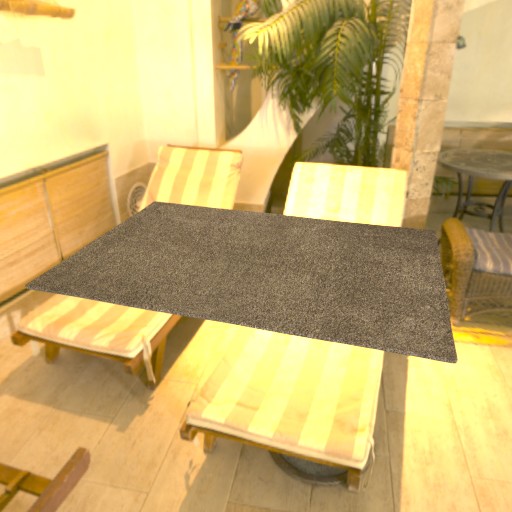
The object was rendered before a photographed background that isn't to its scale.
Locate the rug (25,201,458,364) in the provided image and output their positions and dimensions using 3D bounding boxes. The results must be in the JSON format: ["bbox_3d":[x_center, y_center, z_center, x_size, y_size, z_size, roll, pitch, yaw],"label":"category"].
[{"bbox_3d":[0.000,0.000,3.395,2.699,0.026,1.802,7,27,15],"label":"rug"}]
